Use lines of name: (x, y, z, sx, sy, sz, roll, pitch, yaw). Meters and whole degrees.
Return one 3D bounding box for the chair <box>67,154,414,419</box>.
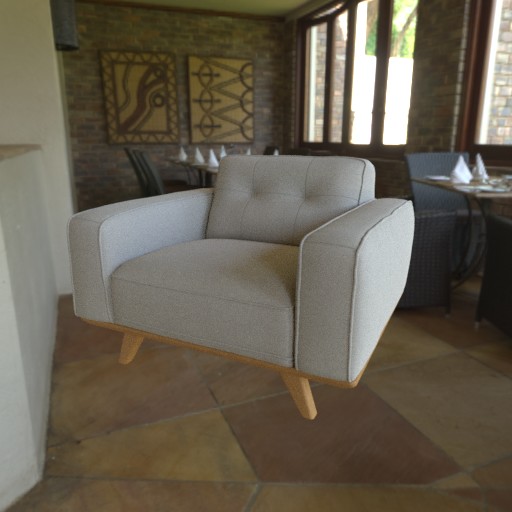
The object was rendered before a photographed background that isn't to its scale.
chair: (0.000, 0.000, 1.805, 1.115, 0.779, 0.953, 8, 17, 26)
